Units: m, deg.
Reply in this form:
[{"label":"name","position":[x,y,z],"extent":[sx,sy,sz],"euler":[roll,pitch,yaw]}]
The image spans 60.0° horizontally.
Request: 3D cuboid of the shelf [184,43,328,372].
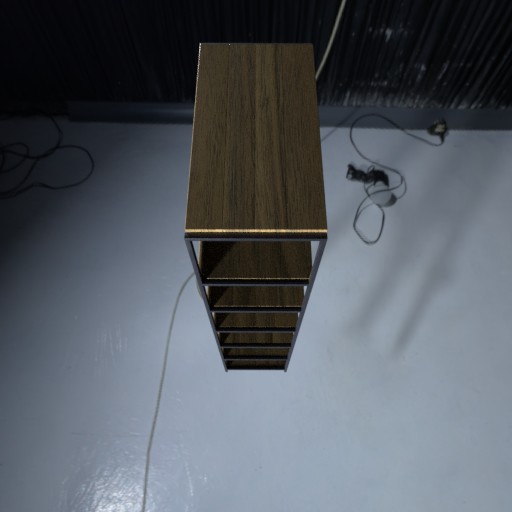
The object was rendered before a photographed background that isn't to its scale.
[{"label":"shelf","position":[0.000,0.000,2.404],"extent":[0.431,2.015,0.847],"euler":[0,64,0]}]
